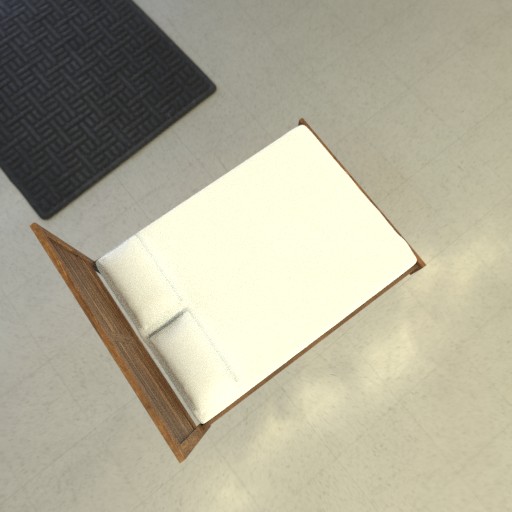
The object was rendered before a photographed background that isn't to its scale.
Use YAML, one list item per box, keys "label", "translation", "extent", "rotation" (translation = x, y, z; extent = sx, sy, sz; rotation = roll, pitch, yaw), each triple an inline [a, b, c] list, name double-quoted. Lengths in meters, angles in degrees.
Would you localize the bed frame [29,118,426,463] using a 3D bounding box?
- label: "bed frame"
  translation: [0.000, 0.000, 3.449]
  extent: [2.276, 1.417, 1.696]
  rotation: [-35, 79, -8]
